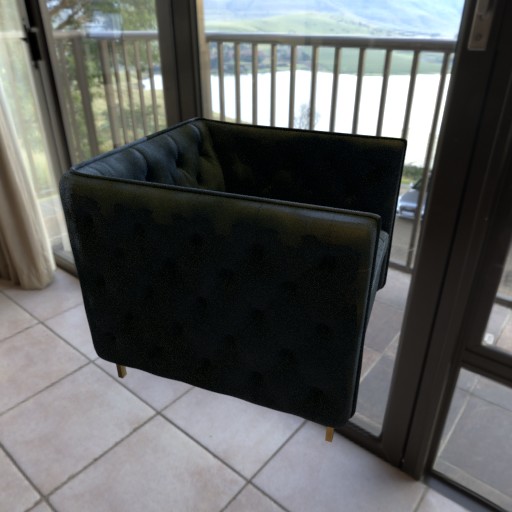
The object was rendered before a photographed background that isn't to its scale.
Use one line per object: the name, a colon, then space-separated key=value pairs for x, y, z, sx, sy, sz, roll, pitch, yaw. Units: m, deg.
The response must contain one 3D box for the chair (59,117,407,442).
chair: x=0.000 y=0.000 z=1.572 sx=0.877 sy=0.771 sz=0.868 roll=10 pitch=30 yaw=18
